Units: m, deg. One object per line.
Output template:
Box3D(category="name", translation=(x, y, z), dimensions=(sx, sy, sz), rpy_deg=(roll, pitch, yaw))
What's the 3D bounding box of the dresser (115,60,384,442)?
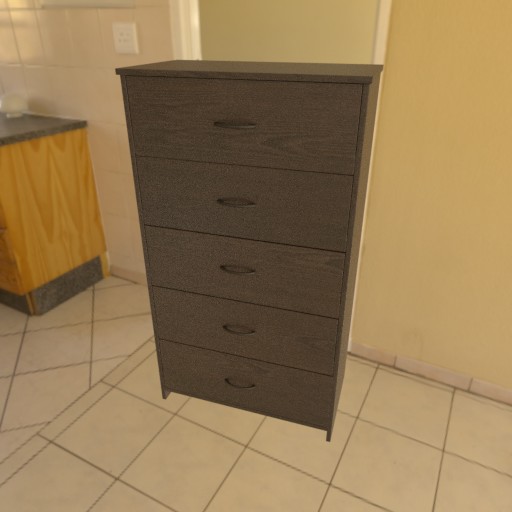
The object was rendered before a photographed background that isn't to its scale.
Box3D(category="dresser", translation=(0.000, 0.000, 1.589), dimensions=(0.704, 1.254, 0.418), rpy_deg=(9, 29, 16))
